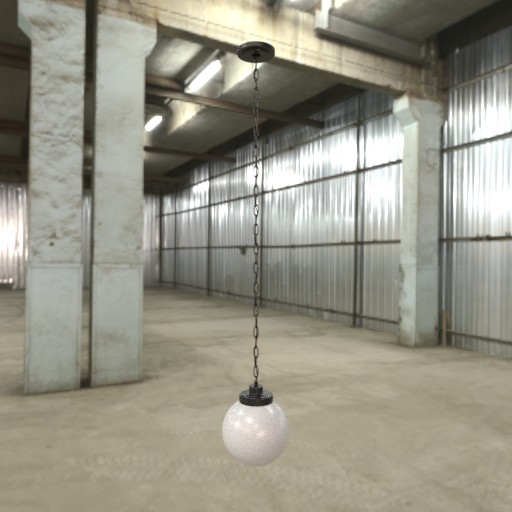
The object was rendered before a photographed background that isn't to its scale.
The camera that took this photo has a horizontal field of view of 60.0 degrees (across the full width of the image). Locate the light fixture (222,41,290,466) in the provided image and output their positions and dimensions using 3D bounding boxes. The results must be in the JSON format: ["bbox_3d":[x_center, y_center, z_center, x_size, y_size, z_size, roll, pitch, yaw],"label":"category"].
[{"bbox_3d":[0.000,0.000,2.005,0.304,1.867,0.305,0,0,0],"label":"light fixture"}]
